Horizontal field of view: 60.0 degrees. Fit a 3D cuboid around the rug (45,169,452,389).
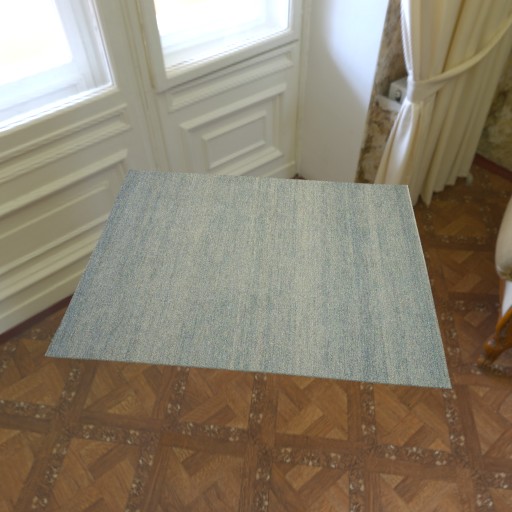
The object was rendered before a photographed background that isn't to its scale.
[{"bbox_3d":[0.000,0.000,4.288,3.237,0.046,2.461,4,48,4],"label":"rug"}]
